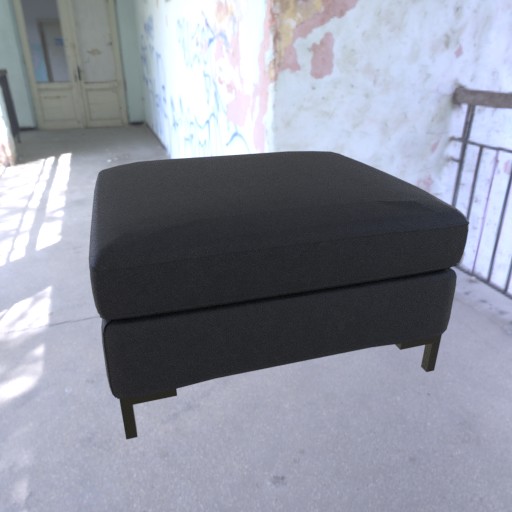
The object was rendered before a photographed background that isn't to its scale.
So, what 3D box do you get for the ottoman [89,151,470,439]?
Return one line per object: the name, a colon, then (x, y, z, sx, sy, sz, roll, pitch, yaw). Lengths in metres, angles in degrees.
ottoman: (0.000, 0.000, 1.794, 1.187, 0.696, 0.967, -7, 26, -15)
